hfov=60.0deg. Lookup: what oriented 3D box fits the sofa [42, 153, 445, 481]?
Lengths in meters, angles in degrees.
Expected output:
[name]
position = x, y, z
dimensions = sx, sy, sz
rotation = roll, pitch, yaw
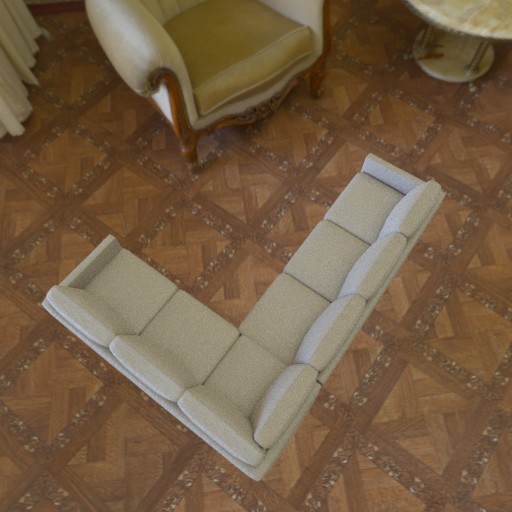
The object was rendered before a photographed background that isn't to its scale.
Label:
[sofa]
position = 0.000, 0.000, 4.523
dimensions = 2.522, 0.934, 3.333
rotation = 33, 68, 15
